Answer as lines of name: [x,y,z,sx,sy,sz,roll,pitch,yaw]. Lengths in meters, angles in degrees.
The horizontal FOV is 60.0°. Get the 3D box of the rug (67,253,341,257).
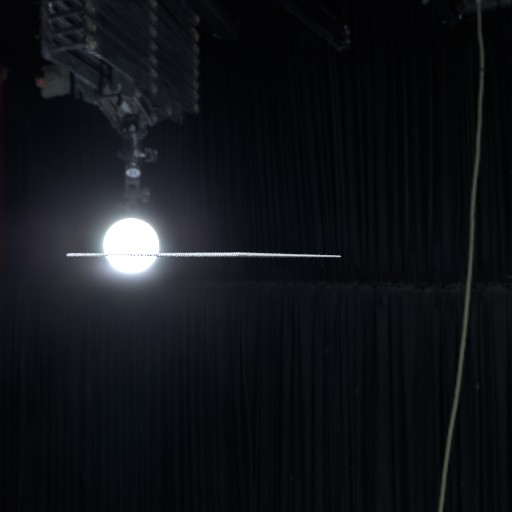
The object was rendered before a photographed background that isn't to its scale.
rug: [0.000,0.000,2.559,0.666,0.011,2.294,0,0,19]
